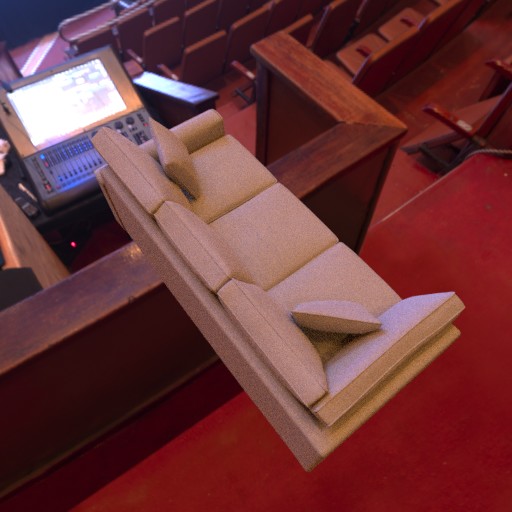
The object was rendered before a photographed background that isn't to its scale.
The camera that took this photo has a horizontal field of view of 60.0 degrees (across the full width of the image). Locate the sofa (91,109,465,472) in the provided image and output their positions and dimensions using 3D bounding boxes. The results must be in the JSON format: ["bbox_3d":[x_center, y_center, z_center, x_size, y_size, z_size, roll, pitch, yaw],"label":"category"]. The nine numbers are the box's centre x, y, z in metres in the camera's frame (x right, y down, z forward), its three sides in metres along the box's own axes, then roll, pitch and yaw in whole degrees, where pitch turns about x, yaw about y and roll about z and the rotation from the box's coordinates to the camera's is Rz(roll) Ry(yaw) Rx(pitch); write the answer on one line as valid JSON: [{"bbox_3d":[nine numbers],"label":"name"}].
[{"bbox_3d":[0.000,0.000,2.854,1.061,0.962,2.317,-33,65,-18],"label":"sofa"}]
